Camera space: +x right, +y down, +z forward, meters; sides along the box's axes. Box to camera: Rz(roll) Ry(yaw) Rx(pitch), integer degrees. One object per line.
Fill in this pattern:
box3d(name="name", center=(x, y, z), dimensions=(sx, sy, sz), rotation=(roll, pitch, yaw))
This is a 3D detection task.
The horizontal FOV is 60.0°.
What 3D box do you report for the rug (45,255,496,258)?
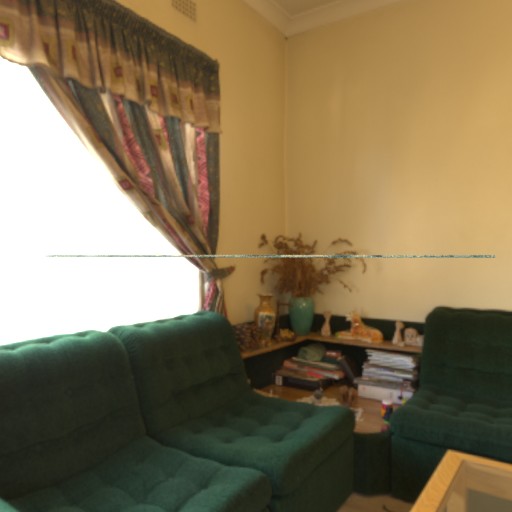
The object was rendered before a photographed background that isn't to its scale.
box3d(name="rug", center=(0.000, 0.000, 2.659), dimensions=(2.435, 0.011, 0.750), rotation=(0, 0, 18))
